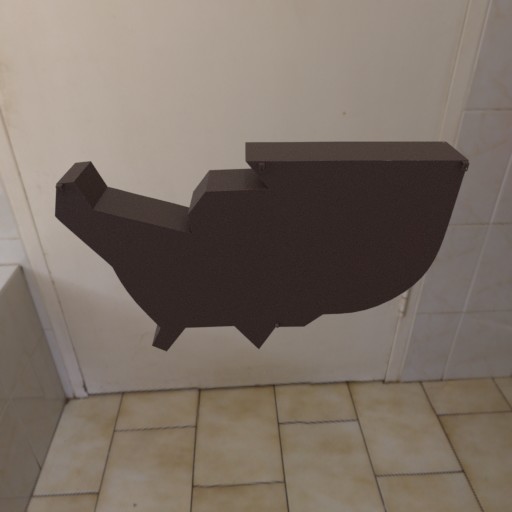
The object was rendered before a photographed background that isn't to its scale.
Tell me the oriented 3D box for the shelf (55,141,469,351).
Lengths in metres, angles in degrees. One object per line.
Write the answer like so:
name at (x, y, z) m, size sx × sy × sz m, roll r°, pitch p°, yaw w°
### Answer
shelf at (0.000, 0.000, 0.909) m, size 0.729 × 0.439 × 0.112 m, roll -1°, pitch 32°, yaw -1°
